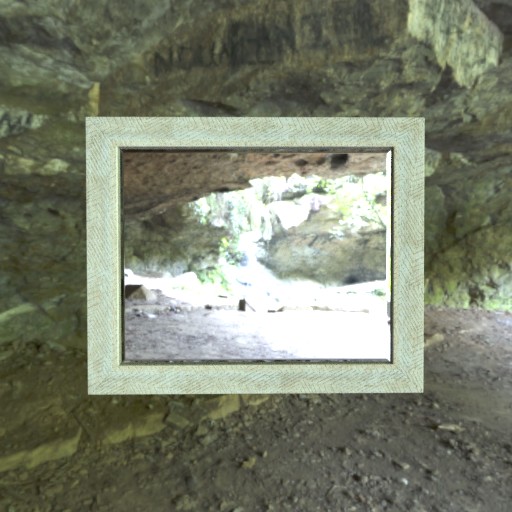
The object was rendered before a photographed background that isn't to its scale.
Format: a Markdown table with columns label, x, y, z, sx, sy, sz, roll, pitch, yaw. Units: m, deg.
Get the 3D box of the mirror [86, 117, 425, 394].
| label | x | y | z | sx | sy | sz | roll | pitch | yaw |
| --- | --- | --- | --- | --- | --- | --- | --- | --- | --- |
| mirror | 0.000 | 0.000 | 1.114 | 0.839 | 0.689 | 0.028 | 0 | 1 | -1 |
